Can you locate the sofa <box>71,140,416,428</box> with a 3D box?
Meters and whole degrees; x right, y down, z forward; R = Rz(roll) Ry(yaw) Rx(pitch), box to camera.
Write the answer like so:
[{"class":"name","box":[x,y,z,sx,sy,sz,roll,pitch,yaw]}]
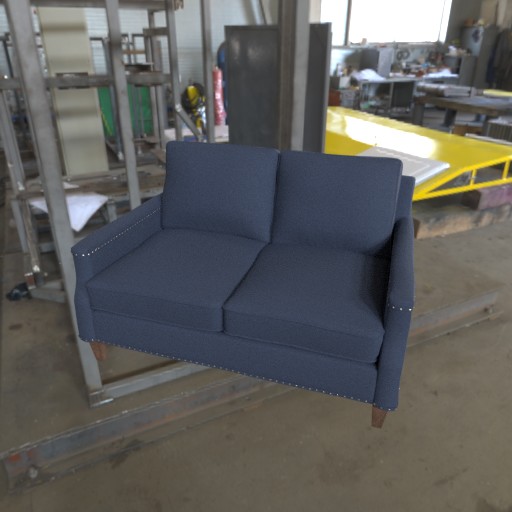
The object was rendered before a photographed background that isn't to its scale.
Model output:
[{"class":"sofa","box":[0.000,0.000,2.356,1.597,1.003,1.084,8,28,16]}]
